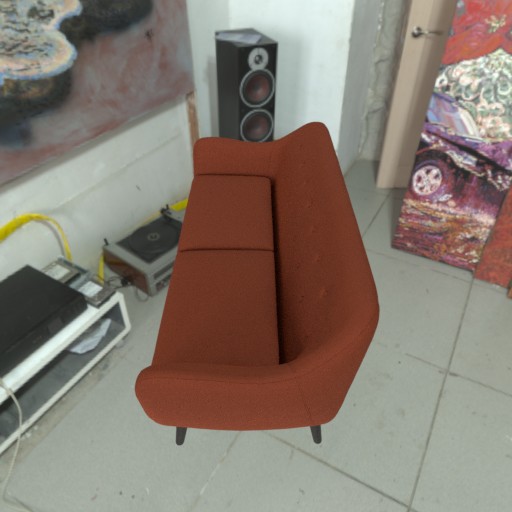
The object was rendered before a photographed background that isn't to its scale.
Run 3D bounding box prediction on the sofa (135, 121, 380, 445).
[{"bbox_3d":[0.000,0.000,2.234,0.820,0.836,1.840,0,39,0],"label":"sofa"}]
